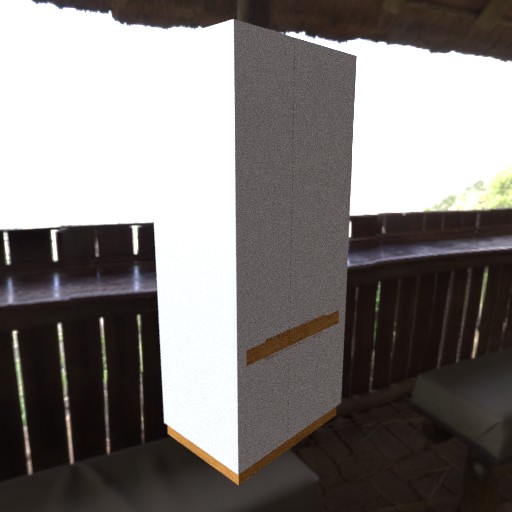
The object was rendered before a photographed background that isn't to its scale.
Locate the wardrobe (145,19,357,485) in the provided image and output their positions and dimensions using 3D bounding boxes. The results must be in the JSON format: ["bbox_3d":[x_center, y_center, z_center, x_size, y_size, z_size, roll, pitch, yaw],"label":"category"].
[{"bbox_3d":[0.000,0.000,2.377,0.600,2.040,0.860,12,18,43],"label":"wardrobe"}]
